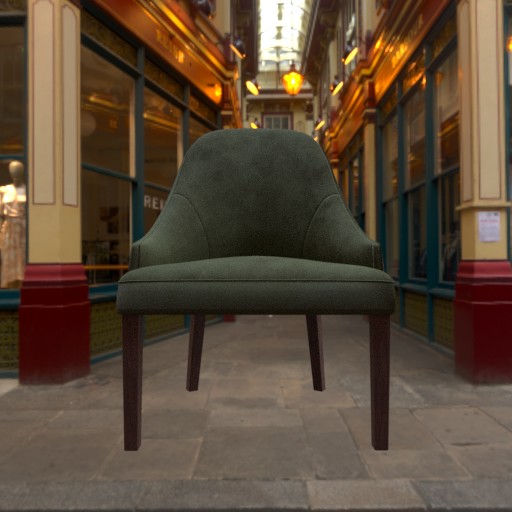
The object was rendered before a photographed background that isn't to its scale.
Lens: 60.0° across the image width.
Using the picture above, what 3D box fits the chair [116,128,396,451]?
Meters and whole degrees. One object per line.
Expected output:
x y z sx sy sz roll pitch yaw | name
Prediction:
0.000 0.000 1.279 0.643 0.889 0.575 0 0 0 | chair
